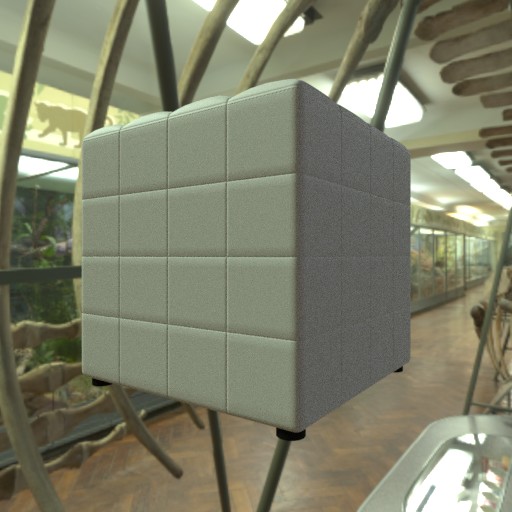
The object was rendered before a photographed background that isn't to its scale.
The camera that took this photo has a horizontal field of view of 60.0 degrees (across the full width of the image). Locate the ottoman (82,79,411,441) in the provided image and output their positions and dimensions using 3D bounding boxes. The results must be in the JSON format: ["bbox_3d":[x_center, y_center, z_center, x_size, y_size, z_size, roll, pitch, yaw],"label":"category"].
[{"bbox_3d":[0.000,0.000,0.794,0.425,0.432,0.425,0,0,36],"label":"ottoman"}]
